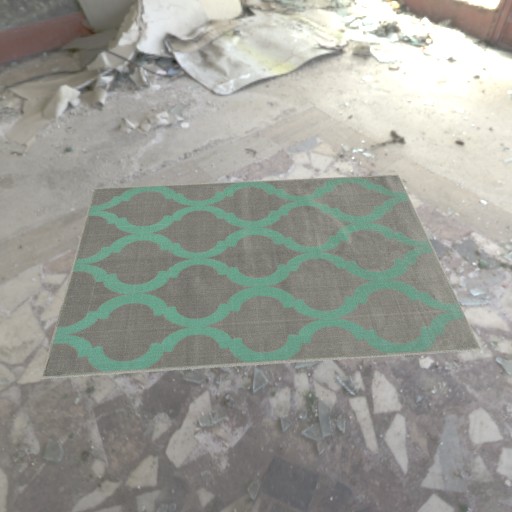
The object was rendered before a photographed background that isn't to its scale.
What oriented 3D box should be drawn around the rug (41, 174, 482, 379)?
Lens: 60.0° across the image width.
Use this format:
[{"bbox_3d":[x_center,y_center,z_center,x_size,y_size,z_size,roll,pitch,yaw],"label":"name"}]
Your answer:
[{"bbox_3d":[0.000,0.000,2.807,2.286,0.006,1.524,-3,47,-3],"label":"rug"}]
